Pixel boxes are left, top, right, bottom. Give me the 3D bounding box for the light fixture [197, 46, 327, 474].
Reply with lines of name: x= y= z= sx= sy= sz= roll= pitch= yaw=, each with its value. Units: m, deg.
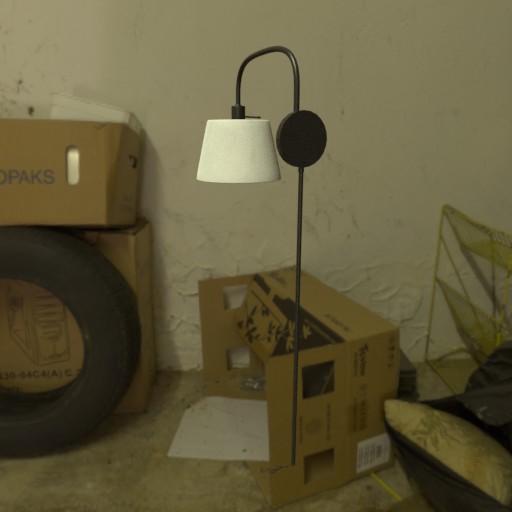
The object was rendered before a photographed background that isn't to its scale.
light fixture: x=0.000 y=0.000 z=0.471 sx=0.092 sy=0.399 sz=0.176 roll=-8 pitch=17 yaw=-25
